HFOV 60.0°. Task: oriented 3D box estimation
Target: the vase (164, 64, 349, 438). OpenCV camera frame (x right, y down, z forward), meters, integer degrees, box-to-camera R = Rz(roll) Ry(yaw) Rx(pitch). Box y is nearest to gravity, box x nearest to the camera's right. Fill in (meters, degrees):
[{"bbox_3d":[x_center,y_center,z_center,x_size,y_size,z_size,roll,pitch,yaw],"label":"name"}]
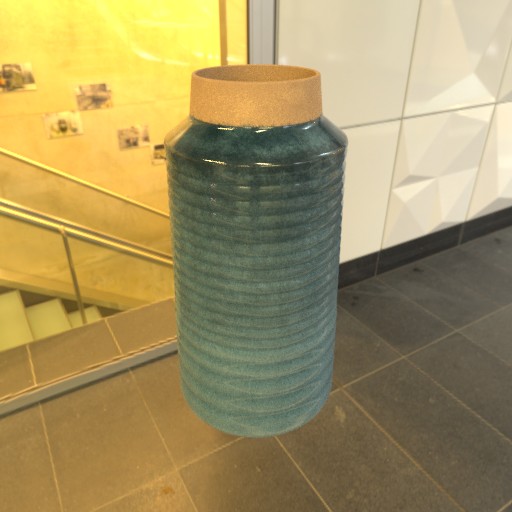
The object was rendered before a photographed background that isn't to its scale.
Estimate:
[{"bbox_3d":[0.000,0.000,0.408,0.163,0.316,0.163,0,30,0],"label":"vase"}]
